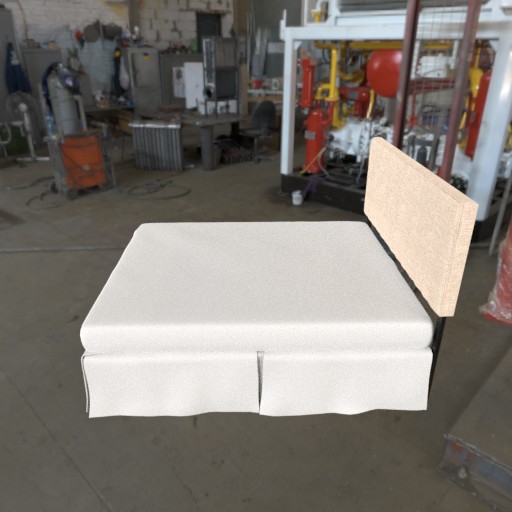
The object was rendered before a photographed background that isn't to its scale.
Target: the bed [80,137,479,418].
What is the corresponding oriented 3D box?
[{"bbox_3d":[0.000,0.000,2.962,1.978,1.270,1.643,-1,26,-1],"label":"bed"}]
